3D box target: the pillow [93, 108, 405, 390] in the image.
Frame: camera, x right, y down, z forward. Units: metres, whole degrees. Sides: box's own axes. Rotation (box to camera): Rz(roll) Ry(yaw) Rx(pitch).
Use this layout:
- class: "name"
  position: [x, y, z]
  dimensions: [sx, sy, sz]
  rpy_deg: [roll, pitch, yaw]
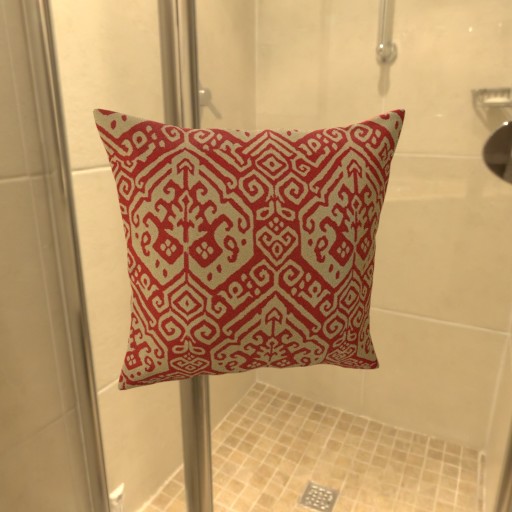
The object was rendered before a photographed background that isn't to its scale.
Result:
- class: "pillow"
  position: [0.000, 0.000, 0.801]
  dimensions: [0.522, 0.507, 0.192]
  rpy_deg: [-3, 17, -9]
